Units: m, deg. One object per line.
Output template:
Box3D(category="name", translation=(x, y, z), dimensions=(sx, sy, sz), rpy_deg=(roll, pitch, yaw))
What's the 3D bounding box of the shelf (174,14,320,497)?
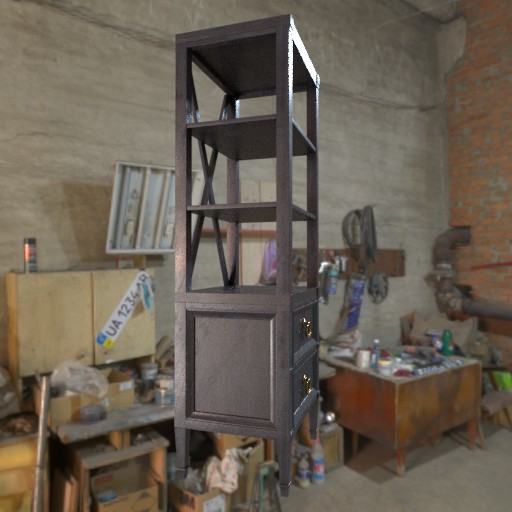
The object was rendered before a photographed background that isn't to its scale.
Box3D(category="shelf", translation=(0.000, 0.000, 1.924), dimensions=(0.472, 1.727, 0.584), rpy_deg=(0, -1, 18))
